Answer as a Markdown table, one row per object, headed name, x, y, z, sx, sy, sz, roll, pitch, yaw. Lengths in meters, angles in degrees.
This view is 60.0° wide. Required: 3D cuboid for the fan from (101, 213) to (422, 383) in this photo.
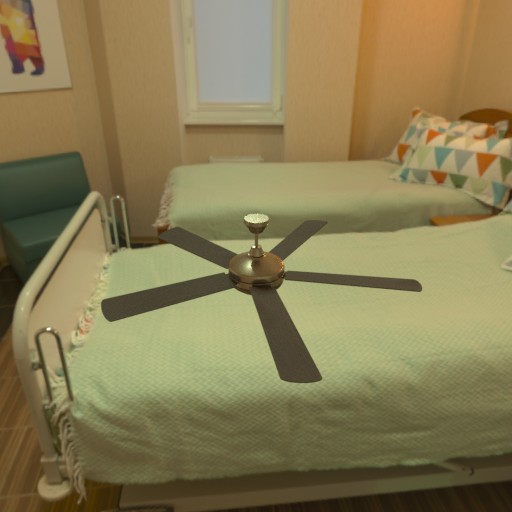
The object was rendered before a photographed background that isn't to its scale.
| name | x | y | z | sx | sy | sz | roll | pitch | yaw |
| --- | --- | --- | --- | --- | --- | --- | --- | --- | --- |
| fan | 0.000 | 0.000 | 1.939 | 1.321 | 0.356 | 1.321 | -18 | 32 | -32 |
